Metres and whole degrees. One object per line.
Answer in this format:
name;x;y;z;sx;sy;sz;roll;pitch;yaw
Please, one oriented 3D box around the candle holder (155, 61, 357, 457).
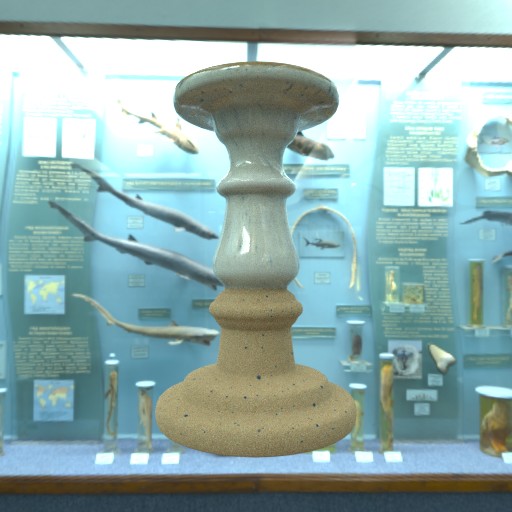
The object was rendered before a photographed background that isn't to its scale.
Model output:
candle holder;0.000;0.000;0.279;0.123;0.202;0.123;0;-1;0
